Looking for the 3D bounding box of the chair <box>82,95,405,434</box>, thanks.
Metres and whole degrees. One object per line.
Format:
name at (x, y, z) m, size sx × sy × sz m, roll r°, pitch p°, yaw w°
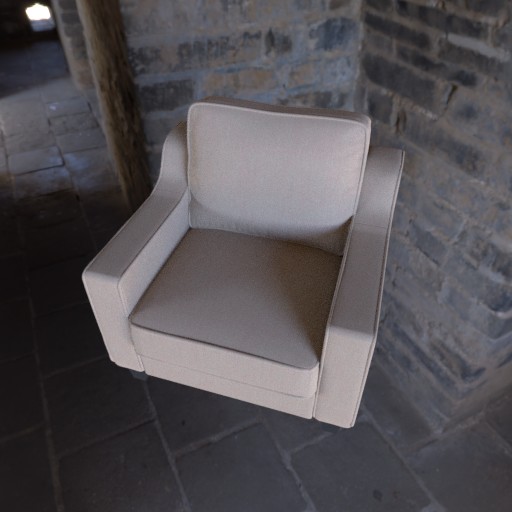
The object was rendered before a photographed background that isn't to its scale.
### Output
chair at (0.000, 0.000, 1.666) m, size 0.922 × 0.948 × 0.882 m, roll 11°, pitch 41°, yaw 13°
